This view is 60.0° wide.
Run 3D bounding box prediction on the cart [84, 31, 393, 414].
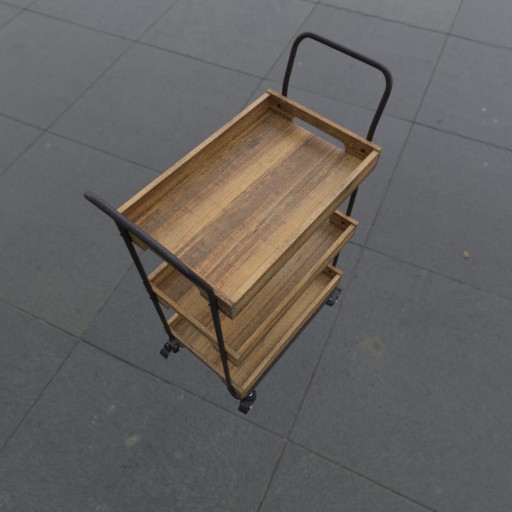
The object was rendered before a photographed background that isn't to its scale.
[{"bbox_3d":[0.000,0.000,1.128,0.339,0.857,0.583,35,64,20],"label":"cart"}]
